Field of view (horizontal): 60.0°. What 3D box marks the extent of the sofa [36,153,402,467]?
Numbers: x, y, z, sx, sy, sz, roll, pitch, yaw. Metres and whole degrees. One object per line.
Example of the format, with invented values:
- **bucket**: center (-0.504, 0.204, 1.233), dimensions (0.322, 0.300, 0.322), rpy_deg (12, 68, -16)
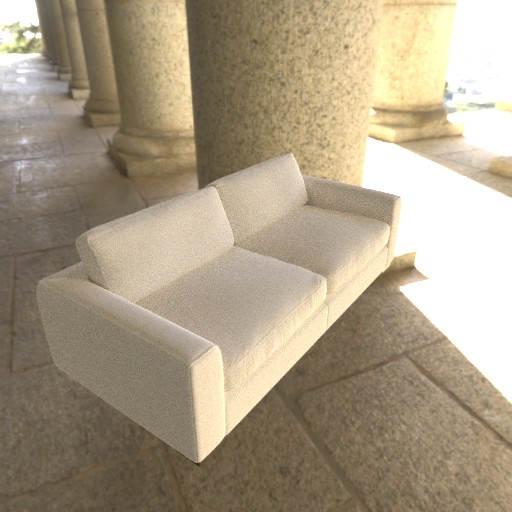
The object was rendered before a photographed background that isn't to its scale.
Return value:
- **sofa**: center (0.000, 0.000, 2.744), dimensions (1.070, 0.801, 2.262), rpy_deg (19, 33, 31)
